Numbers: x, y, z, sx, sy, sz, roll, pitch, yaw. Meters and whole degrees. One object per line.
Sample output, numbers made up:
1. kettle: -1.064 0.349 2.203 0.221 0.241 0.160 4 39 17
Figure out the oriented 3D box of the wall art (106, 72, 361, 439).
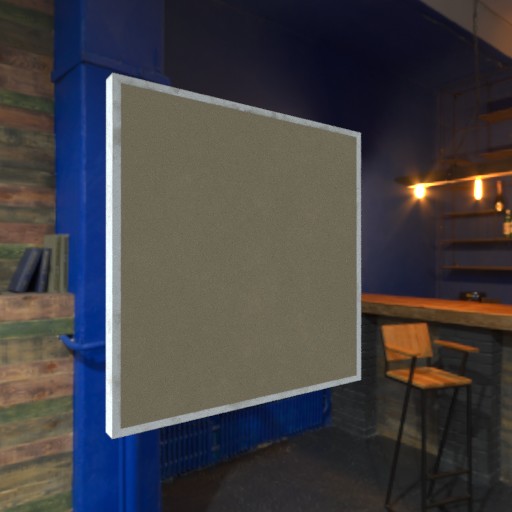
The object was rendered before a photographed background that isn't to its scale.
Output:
1. wall art: 0.000 0.000 0.771 0.508 0.506 0.029 0 0 -36
